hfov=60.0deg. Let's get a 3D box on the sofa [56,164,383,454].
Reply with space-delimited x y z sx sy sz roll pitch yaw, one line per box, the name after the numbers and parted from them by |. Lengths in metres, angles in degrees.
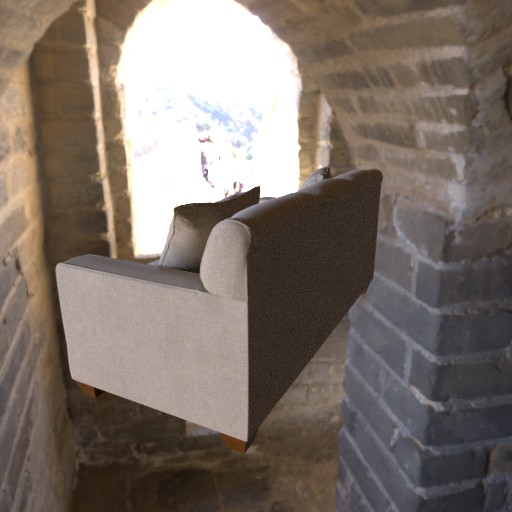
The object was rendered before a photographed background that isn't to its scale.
0.000 0.000 2.589 0.997 0.958 2.024 9 19 26 | sofa
